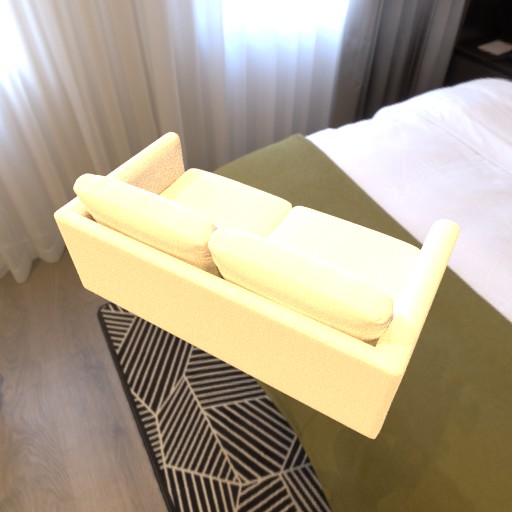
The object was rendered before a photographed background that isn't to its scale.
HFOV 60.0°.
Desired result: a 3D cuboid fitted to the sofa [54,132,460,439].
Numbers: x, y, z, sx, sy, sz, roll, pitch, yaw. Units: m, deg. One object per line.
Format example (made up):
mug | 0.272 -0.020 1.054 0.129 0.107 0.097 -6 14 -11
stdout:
sofa | 0.000 0.000 2.258 1.713 0.893 0.940 23 50 21
